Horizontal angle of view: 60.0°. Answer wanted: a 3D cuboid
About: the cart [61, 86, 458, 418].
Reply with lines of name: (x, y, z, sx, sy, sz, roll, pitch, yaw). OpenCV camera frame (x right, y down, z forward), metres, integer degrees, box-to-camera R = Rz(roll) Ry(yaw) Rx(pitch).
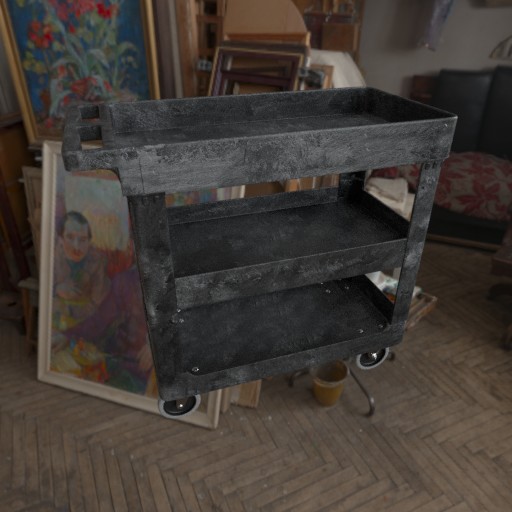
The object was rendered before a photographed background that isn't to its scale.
cart: (0.000, 0.000, 1.290, 0.877, 0.824, 0.420, -10, 32, -16)
